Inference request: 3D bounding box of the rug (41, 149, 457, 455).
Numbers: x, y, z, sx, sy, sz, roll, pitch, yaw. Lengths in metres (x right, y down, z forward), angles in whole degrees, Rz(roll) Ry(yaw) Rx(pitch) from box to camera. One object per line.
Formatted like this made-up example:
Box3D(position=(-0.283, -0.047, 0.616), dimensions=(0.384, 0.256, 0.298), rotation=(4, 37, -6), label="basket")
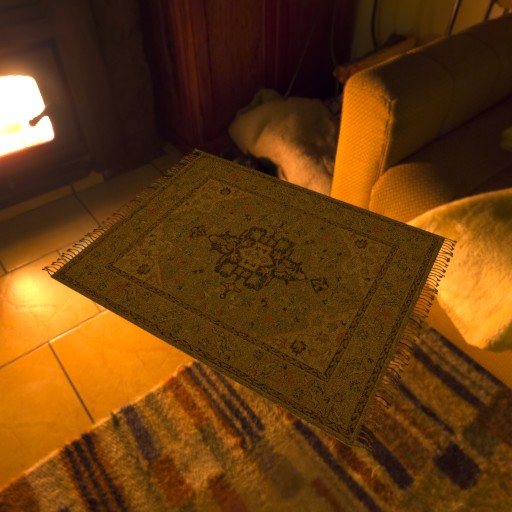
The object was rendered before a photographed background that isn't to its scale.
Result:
Box3D(position=(0.000, 0.000, 3.477), dimensions=(2.651, 0.010, 1.971), rotation=(24, 51, 21), label="rug")
